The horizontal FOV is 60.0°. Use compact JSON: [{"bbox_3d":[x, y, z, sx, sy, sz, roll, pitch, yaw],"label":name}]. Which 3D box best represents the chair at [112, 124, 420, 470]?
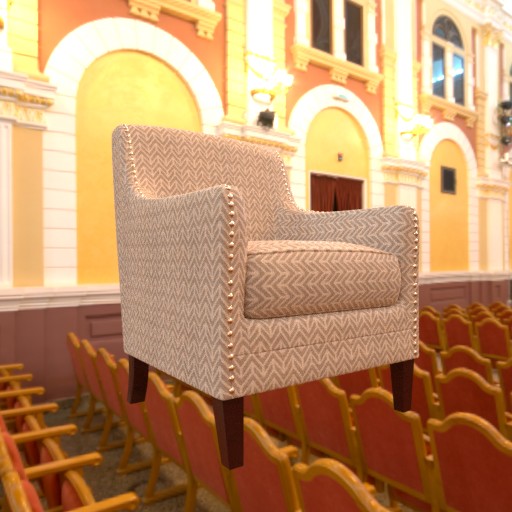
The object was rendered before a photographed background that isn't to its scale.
[{"bbox_3d":[0.000,0.000,1.256,0.623,0.816,0.651,0,0,-36],"label":"chair"}]
